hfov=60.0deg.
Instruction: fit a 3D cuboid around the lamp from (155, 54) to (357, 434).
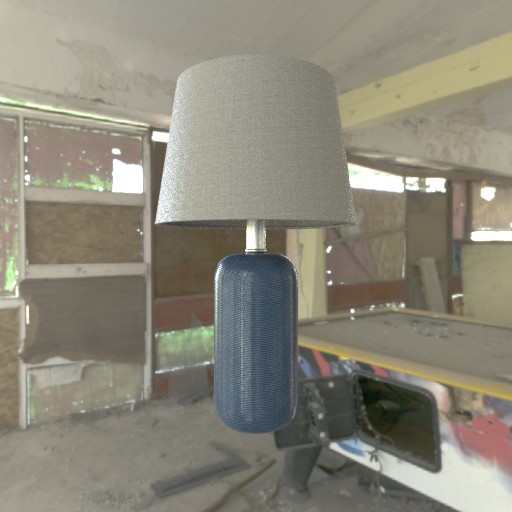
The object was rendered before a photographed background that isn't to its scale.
[{"bbox_3d":[0.000,0.000,0.570,0.253,0.428,0.253,0,1,0],"label":"lamp"}]
